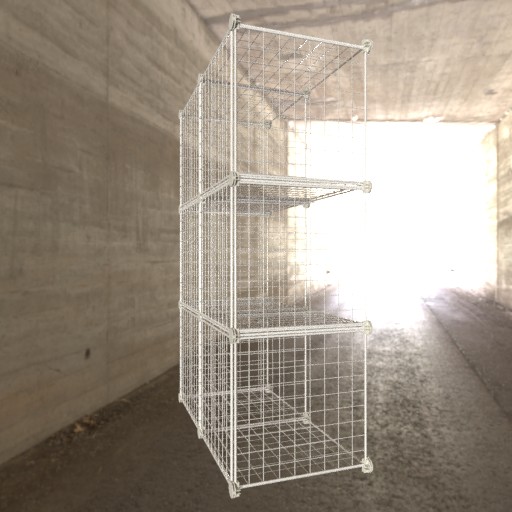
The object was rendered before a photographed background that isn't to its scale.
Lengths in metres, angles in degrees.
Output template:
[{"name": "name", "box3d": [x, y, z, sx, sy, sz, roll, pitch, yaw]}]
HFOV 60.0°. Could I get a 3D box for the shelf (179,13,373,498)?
[{"name": "shelf", "box3d": [0.000, 0.000, 1.357, 0.356, 1.067, 0.711, 0, 0, -19]}]
